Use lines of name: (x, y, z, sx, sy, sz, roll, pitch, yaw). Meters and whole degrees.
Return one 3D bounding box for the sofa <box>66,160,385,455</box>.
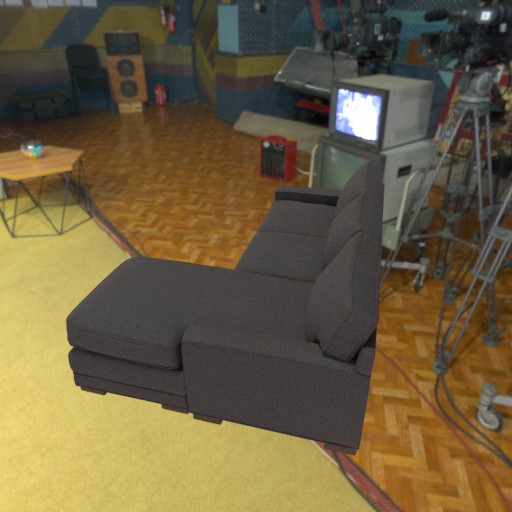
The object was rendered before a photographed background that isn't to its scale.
sofa: (0.000, 0.000, 3.363, 1.790, 0.973, 2.370, 8, 31, 13)
